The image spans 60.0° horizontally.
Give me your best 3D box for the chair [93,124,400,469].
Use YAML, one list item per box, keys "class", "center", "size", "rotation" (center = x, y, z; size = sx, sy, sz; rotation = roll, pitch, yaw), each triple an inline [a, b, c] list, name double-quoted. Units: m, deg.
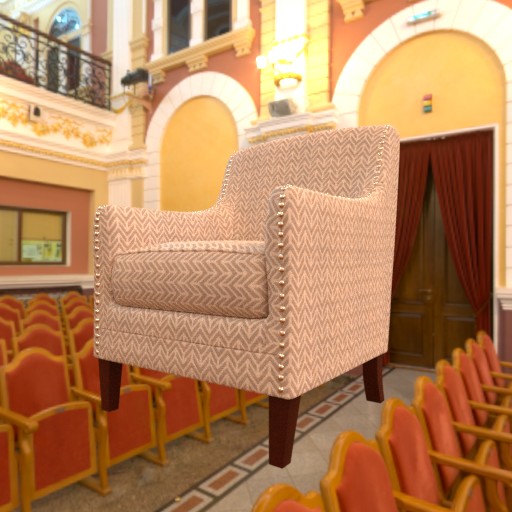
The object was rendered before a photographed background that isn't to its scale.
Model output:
- class: "chair"
  center: [0.000, 0.000, 1.262]
  size: [0.623, 0.816, 0.651]
  rotation: [0, 0, 36]
